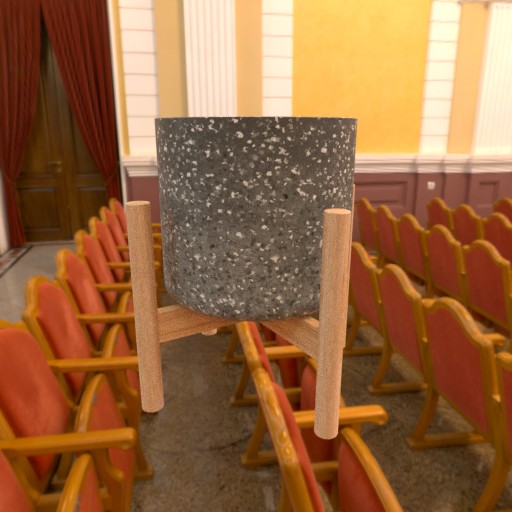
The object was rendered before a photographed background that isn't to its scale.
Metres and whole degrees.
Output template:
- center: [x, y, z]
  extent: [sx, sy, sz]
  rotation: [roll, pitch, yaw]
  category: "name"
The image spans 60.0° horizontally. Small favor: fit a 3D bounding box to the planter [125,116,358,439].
- center: [0.000, 0.000, 0.541]
  extent: [0.284, 0.320, 0.284]
  rotation: [-3, 16, -9]
  category: "planter"
